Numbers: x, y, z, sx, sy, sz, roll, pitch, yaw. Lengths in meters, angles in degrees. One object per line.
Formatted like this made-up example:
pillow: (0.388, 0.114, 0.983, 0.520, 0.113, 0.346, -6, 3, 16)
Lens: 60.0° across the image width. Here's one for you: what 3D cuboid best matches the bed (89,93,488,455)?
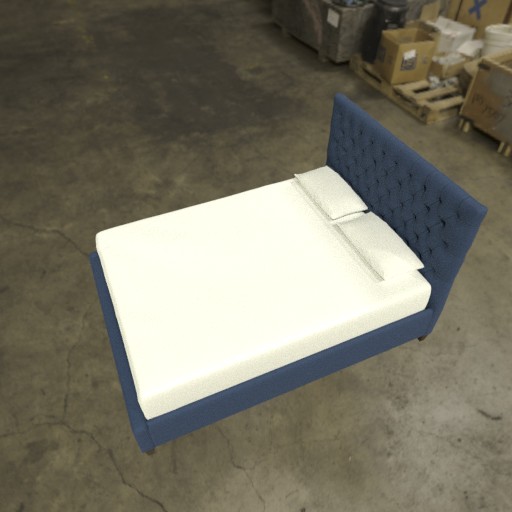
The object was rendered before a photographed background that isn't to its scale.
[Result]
bed: (0.000, 0.000, 3.372, 2.387, 1.427, 1.706, -17, 48, -16)
